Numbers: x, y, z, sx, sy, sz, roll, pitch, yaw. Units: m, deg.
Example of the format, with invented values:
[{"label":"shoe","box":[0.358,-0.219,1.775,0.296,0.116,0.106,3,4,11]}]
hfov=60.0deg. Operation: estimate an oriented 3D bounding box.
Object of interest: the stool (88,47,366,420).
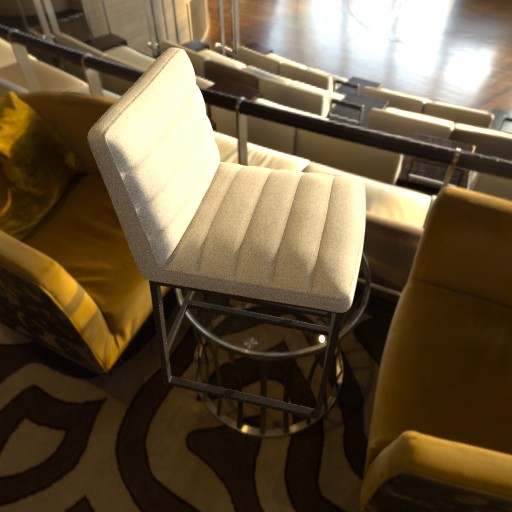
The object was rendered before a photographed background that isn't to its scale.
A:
[{"label":"stool","box":[0.000,0.000,1.276,0.567,0.971,0.459,10,47,9]}]
